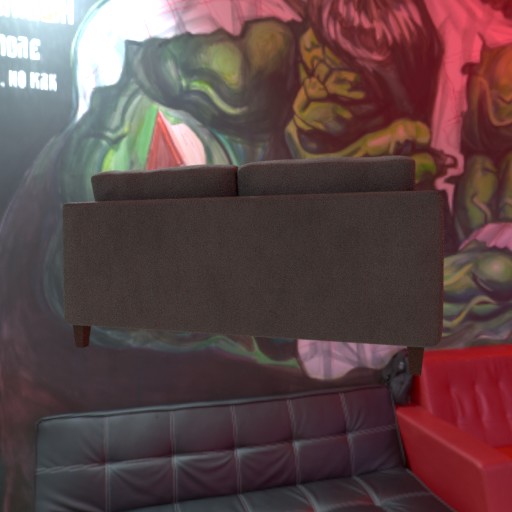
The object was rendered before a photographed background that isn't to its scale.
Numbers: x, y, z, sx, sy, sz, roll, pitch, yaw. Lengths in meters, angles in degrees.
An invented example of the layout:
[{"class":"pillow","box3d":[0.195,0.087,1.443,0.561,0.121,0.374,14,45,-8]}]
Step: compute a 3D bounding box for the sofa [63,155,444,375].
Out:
[{"class":"sofa","box3d":[0.000,0.000,2.500,1.884,0.963,0.950,0,2,17]}]
